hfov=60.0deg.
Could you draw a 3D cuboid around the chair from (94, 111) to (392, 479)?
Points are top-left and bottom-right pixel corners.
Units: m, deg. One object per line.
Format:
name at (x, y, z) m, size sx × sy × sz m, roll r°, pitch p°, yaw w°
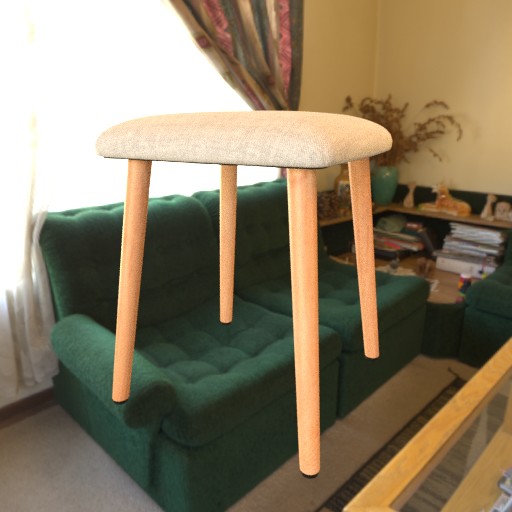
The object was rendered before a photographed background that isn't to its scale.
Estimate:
chair at (0.000, 0.000, 0.707) m, size 0.350 × 0.440 × 0.350 m, roll 9°, pitch 19°, yaw 27°
